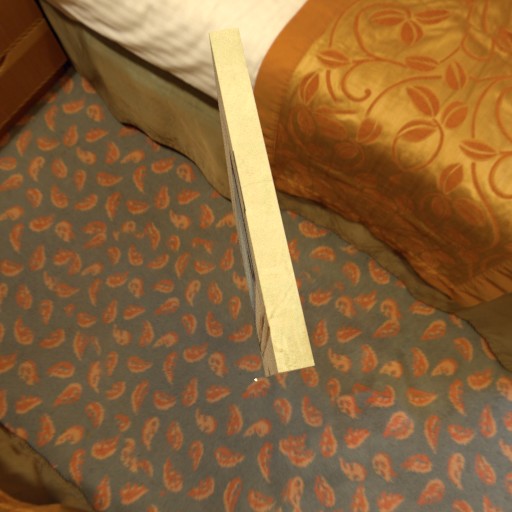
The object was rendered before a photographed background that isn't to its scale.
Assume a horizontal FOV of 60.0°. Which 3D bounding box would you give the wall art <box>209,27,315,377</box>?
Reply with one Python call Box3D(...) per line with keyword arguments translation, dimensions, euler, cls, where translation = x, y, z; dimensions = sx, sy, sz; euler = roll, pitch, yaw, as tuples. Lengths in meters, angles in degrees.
Box3D(translation=(0.000, 0.000, 0.772), dimensions=(0.036, 0.607, 0.403), euler=(-11, 75, -3), cls="wall art")
